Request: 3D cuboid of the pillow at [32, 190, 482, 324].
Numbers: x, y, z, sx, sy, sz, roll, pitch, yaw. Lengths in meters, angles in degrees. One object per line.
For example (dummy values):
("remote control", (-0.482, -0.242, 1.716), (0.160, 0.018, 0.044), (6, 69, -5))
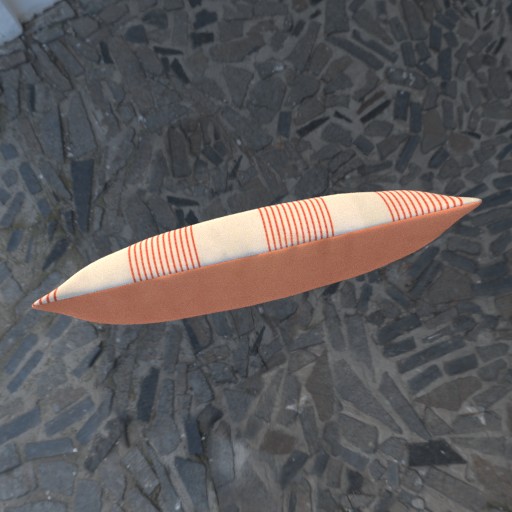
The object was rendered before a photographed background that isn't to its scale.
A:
("pillow", (0.000, 0.000, 0.724), (0.608, 0.292, 0.156), (-13, 77, -3))
